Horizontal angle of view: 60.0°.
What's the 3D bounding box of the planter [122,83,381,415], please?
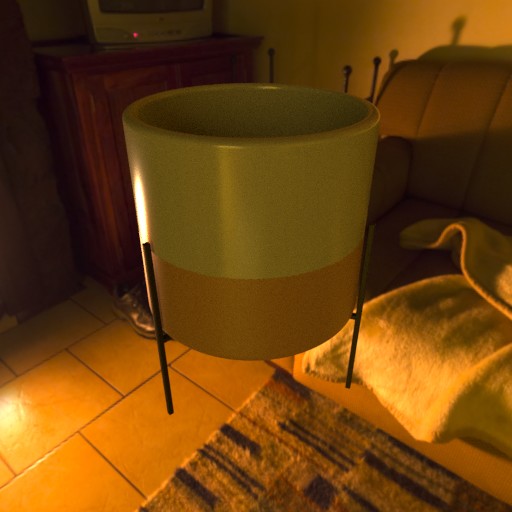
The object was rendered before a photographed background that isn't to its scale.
[{"bbox_3d":[0.000,0.000,0.726,0.360,0.480,0.348,10,32,17],"label":"planter"}]
